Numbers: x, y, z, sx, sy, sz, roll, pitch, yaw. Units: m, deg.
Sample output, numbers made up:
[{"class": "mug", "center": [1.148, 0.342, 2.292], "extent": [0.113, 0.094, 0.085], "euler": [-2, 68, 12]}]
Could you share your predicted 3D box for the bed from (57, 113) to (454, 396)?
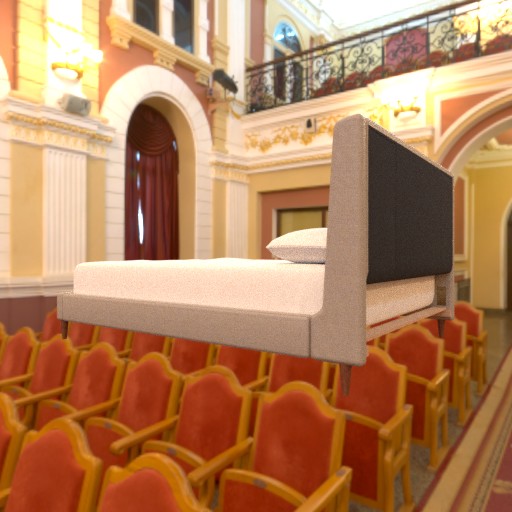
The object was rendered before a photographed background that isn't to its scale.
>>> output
[{"class": "bed", "center": [0.000, 0.000, 3.075], "extent": [2.232, 1.147, 1.656], "euler": [0, 0, 36]}]
